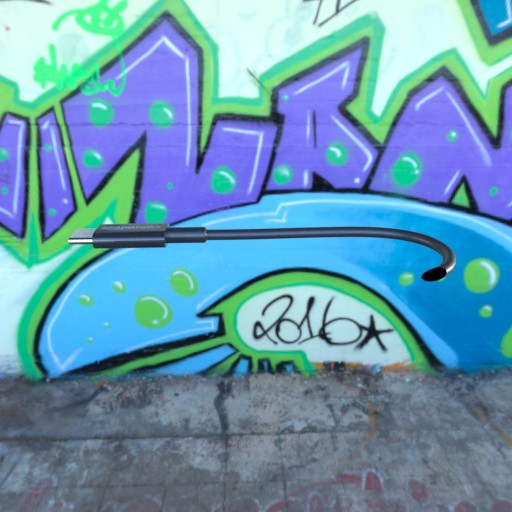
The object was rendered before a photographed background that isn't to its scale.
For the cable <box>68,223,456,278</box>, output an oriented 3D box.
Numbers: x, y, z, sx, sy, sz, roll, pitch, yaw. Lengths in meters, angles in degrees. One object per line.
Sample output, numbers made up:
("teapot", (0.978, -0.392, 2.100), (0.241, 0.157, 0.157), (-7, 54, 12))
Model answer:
("cable", (0.000, 0.000, 0.109), (0.098, 0.006, 0.040), (-1, 24, -2))
